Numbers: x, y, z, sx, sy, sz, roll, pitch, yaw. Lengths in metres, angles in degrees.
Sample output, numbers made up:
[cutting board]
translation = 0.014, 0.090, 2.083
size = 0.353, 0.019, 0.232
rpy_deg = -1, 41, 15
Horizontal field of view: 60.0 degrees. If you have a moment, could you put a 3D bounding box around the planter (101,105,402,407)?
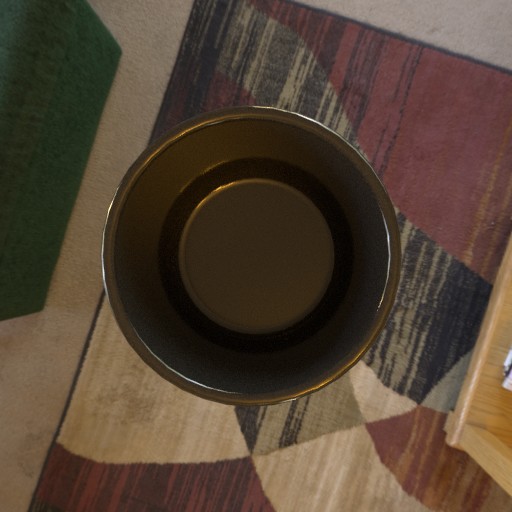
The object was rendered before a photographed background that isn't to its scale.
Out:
[planter]
translation = 0.000, 0.000, 0.541
size = 0.251, 0.355, 0.251
rpy_deg = 0, 90, 2
